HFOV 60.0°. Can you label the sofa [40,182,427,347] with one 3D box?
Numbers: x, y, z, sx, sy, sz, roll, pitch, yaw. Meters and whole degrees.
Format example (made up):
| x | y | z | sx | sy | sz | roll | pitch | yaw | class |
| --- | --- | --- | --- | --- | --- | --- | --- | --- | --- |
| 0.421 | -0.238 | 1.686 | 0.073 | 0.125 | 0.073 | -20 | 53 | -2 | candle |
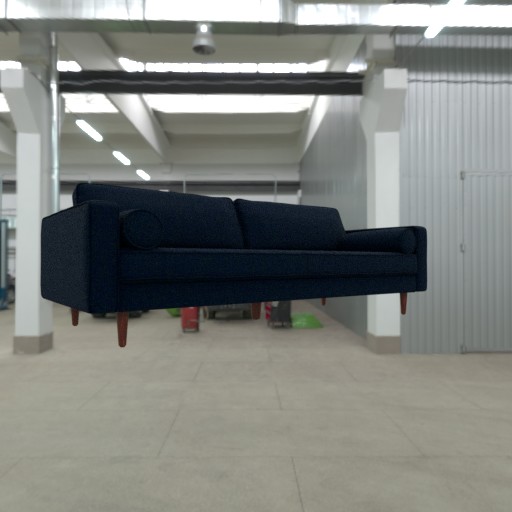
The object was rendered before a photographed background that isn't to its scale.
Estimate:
| x | y | z | sx | sy | sz | roll | pitch | yaw | class |
| --- | --- | --- | --- | --- | --- | --- | --- | --- | --- |
| 0.000 | 0.000 | 2.654 | 2.210 | 0.762 | 0.914 | 1 | -1 | -36 | sofa |
